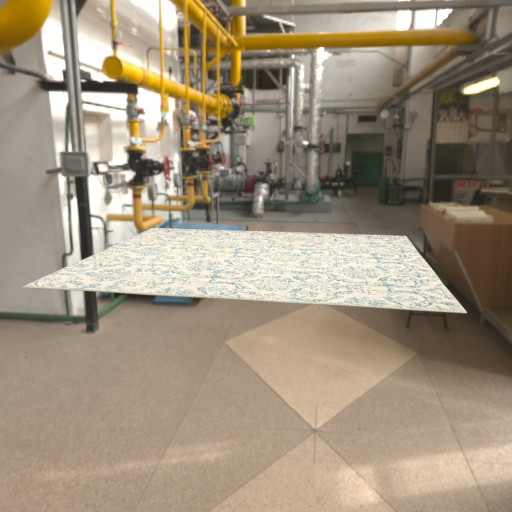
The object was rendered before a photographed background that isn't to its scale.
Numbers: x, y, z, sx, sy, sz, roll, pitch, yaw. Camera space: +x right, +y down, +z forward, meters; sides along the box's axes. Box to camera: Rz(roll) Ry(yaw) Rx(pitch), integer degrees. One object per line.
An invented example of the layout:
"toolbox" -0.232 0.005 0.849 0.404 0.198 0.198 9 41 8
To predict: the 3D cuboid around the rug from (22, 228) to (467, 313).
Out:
"rug" 0.000 0.000 4.039 2.980 0.012 2.363 2 14 9
